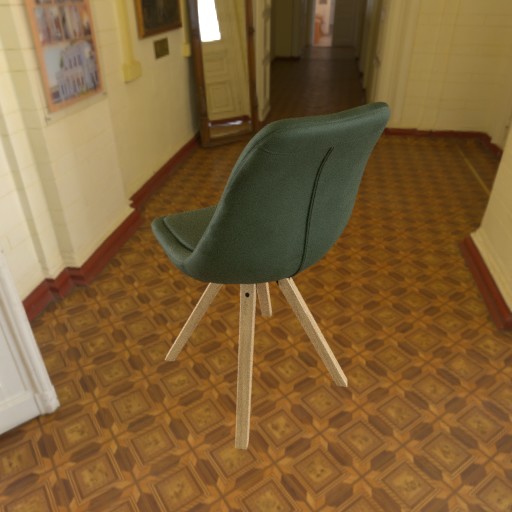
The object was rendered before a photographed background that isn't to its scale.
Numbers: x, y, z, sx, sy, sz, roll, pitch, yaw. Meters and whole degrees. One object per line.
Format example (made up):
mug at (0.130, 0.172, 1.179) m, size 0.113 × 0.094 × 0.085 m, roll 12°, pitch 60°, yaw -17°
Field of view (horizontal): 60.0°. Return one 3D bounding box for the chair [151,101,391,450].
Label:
chair at (0.000, 0.000, 1.204) m, size 0.483 × 0.865 × 0.547 m, roll -20°, pitch 37°, yaw -30°
